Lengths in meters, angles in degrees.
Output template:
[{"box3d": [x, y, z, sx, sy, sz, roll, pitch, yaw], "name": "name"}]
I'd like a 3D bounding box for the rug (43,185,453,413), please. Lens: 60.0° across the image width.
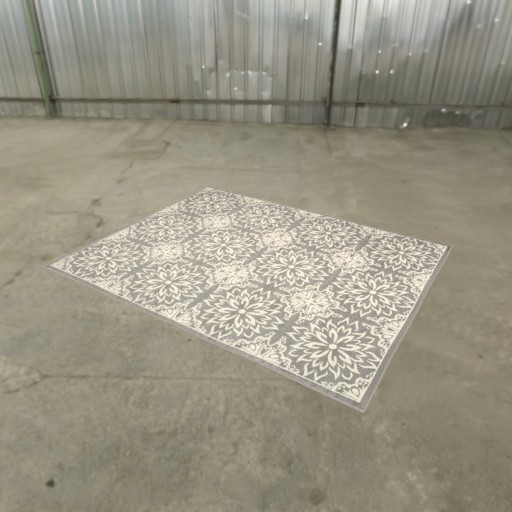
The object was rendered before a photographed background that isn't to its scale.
[{"box3d": [0.000, 0.000, 4.092, 2.980, 0.012, 2.363, 18, 34, 28], "name": "rug"}]
